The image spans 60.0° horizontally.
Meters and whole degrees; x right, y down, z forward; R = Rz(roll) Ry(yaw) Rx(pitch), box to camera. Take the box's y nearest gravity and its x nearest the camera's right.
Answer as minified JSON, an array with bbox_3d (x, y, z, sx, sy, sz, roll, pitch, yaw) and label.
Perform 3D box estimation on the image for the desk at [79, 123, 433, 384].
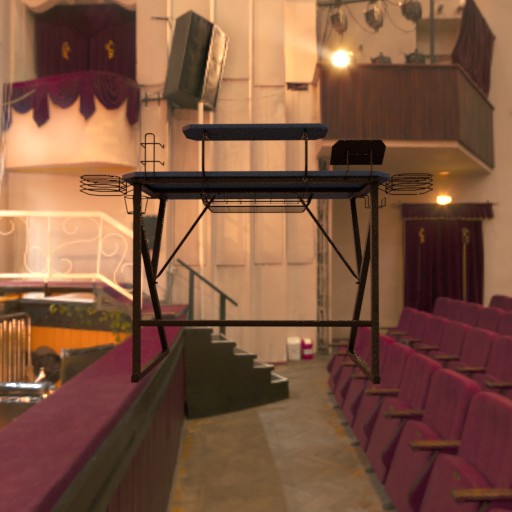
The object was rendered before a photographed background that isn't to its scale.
[{"bbox_3d":[0.000,0.000,1.808,1.295,0.909,0.594,0,-1,1],"label":"desk"}]
